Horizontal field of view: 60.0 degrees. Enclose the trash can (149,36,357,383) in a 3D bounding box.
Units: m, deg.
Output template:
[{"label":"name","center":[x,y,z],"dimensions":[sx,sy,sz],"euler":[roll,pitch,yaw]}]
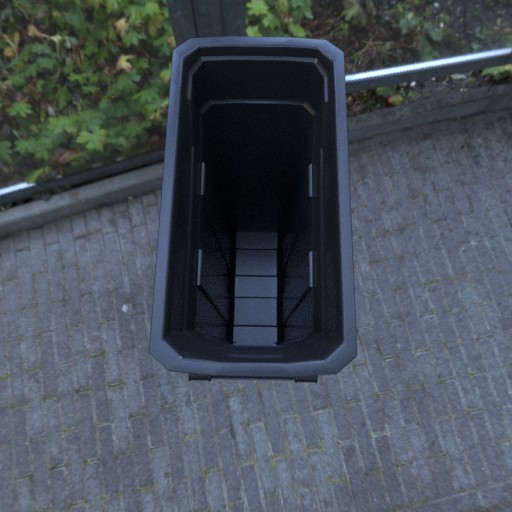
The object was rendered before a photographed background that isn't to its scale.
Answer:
[{"label":"trash can","center":[0.000,0.000,1.027],"dimensions":[0.281,0.762,0.559],"euler":[1,75,0]}]
